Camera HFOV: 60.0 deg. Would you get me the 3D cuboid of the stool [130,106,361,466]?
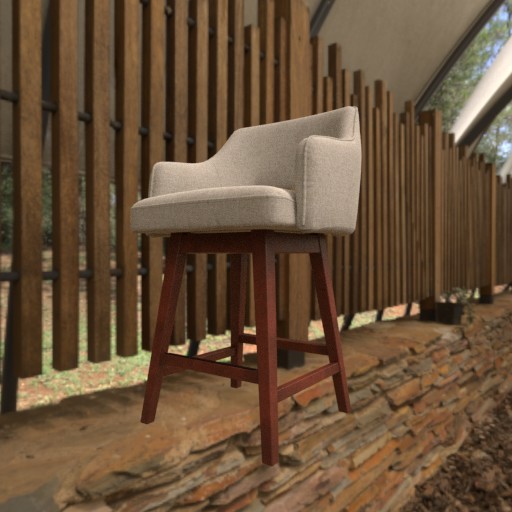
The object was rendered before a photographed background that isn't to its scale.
[{"bbox_3d":[0.000,0.000,1.327,0.599,0.944,0.558,0,0,36],"label":"stool"}]
